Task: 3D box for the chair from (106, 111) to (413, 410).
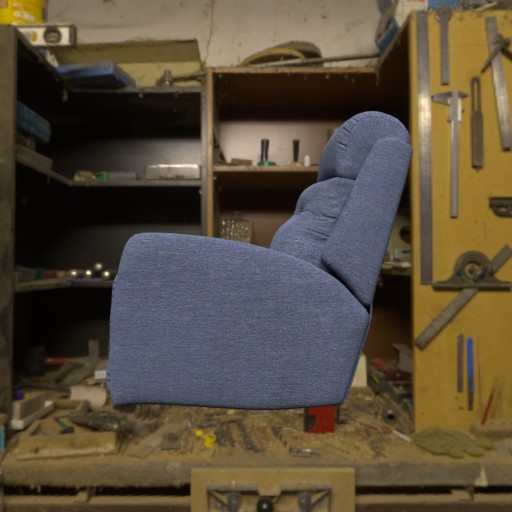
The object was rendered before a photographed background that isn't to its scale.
[{"bbox_3d":[0.000,0.000,1.775,1.043,1.013,0.798,0,0,0],"label":"chair"}]
